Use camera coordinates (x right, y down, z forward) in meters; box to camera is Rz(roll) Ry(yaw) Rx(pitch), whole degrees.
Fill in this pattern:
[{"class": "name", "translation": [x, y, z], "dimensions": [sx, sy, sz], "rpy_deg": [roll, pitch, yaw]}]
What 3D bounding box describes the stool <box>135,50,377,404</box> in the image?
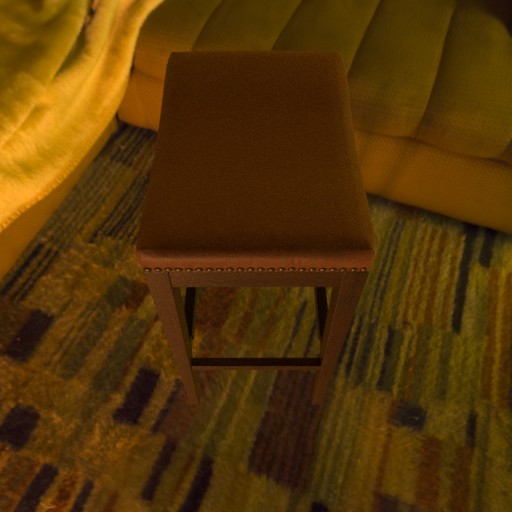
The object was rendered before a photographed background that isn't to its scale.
[{"class": "stool", "translation": [0.000, 0.000, 1.042], "dimensions": [0.361, 0.759, 0.500], "rpy_deg": [0, 58, 0]}]
